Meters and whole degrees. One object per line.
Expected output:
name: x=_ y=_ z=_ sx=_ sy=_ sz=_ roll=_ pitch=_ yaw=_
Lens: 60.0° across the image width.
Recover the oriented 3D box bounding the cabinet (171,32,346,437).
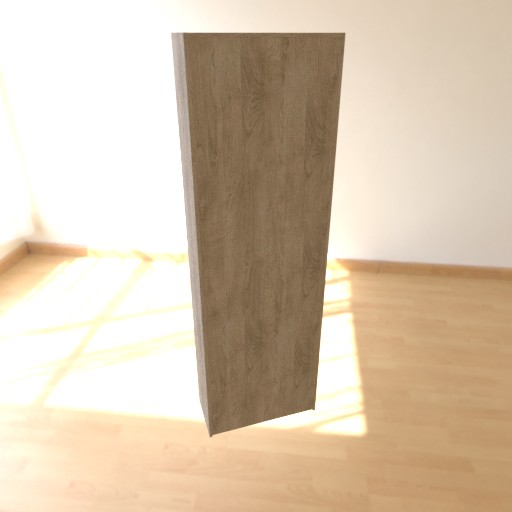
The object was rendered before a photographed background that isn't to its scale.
cabinet: x=0.000 y=0.000 z=1.811 sx=0.520 sy=1.630 sz=0.250 roll=-8 pitch=28 yaw=-16
